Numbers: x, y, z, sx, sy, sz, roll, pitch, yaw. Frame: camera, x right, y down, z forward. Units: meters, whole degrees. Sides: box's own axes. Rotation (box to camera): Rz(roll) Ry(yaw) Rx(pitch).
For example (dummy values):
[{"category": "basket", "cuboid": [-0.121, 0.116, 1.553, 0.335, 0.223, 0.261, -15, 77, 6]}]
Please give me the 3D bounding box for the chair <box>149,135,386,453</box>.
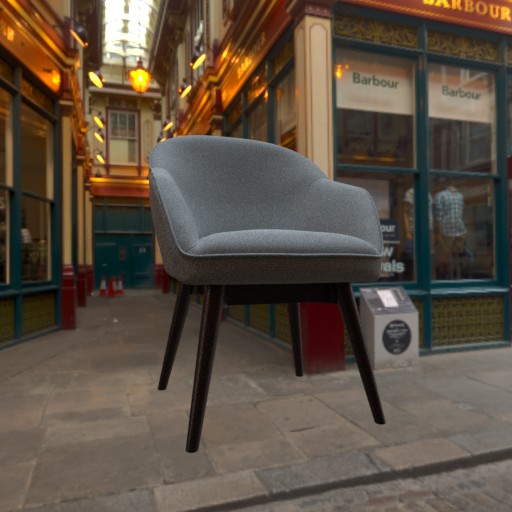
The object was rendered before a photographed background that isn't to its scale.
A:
[{"category": "chair", "cuboid": [0.000, 0.000, 1.236, 0.589, 0.810, 0.611, 0, 0, -20]}]
